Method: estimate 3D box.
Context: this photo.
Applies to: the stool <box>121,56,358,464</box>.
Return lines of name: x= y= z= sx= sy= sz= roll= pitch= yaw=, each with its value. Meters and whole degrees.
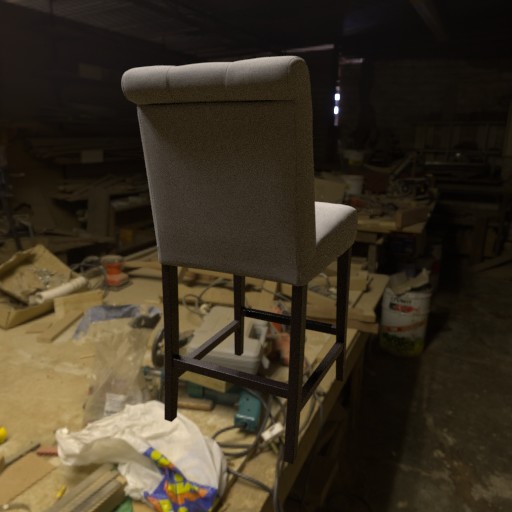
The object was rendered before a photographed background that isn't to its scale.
stool: x=0.000 y=0.000 z=1.359 sx=0.493 sy=1.040 sz=0.601 roll=8 pitch=18 yaw=25
